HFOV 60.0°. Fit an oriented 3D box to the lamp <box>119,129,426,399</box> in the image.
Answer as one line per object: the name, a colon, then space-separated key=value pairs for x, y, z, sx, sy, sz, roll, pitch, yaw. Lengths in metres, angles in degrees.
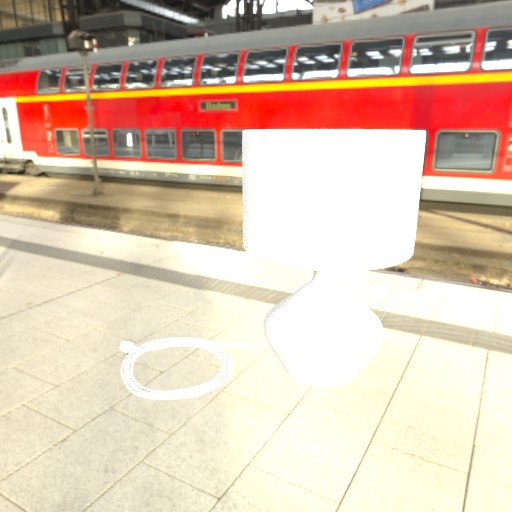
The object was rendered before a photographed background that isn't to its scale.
lamp: x=0.000 y=0.000 z=0.837 sx=0.546 sy=0.457 sz=0.401 roll=9 pitch=19 yaw=27
